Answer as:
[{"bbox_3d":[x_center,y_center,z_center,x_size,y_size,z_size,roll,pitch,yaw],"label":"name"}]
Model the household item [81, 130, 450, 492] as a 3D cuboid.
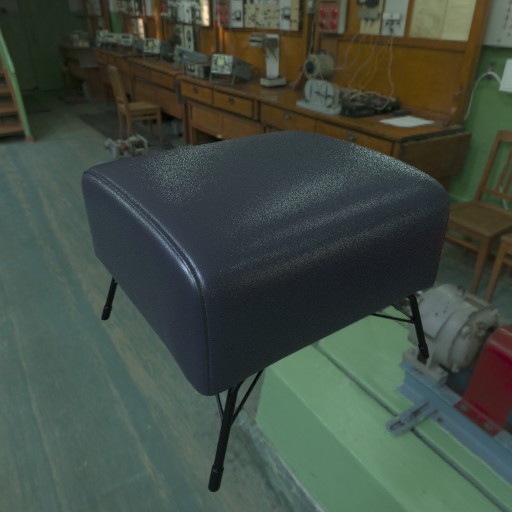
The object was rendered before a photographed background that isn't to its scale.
[{"bbox_3d":[0.000,0.000,0.889,0.530,0.410,0.530,-19,35,-30],"label":"household item"}]
